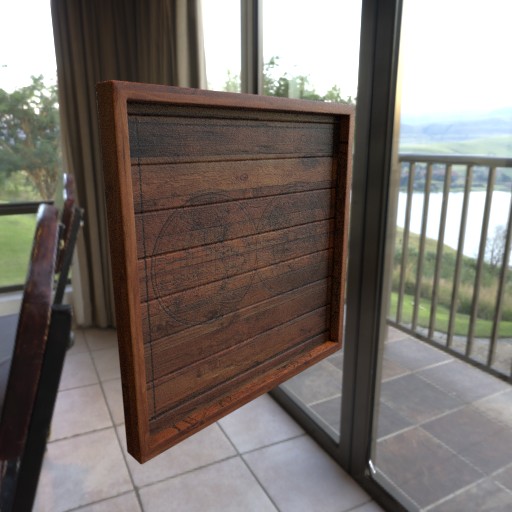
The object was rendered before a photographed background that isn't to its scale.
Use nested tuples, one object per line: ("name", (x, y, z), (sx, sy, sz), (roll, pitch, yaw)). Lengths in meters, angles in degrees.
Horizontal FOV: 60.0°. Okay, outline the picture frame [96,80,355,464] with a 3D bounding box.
("picture frame", (0.000, 0.000, 0.523), (0.028, 0.356, 0.352), (14, 20, 42))
